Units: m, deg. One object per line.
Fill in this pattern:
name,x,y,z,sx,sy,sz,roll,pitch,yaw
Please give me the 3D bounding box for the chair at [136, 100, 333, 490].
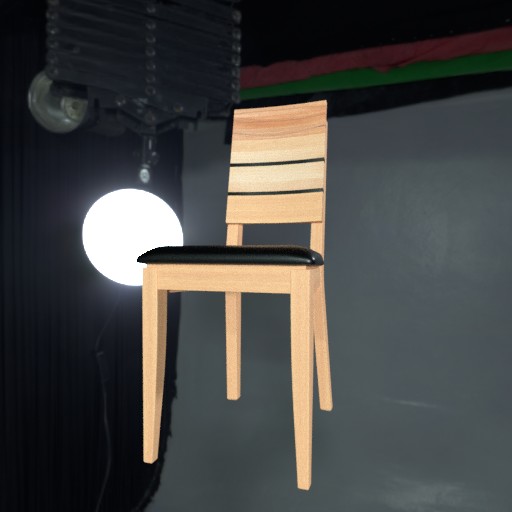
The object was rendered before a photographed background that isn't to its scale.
chair,0.000,0.000,1.180,0.410,0.940,0.520,0,1,18
